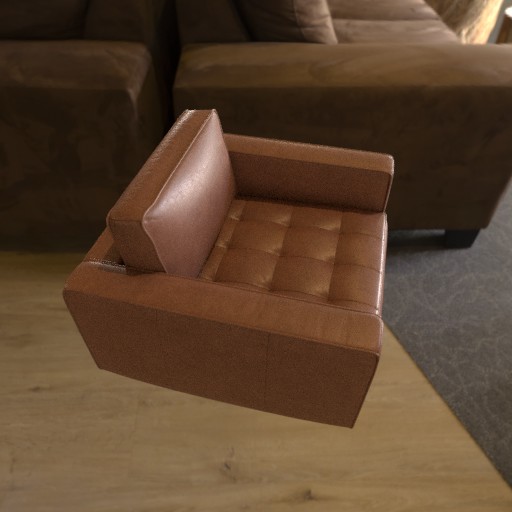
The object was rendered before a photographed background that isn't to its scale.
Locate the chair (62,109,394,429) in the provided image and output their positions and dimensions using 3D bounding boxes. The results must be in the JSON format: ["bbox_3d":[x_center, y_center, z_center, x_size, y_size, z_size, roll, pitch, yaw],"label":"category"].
[{"bbox_3d":[0.000,0.000,1.555,0.900,0.770,0.920,10,47,10],"label":"chair"}]
